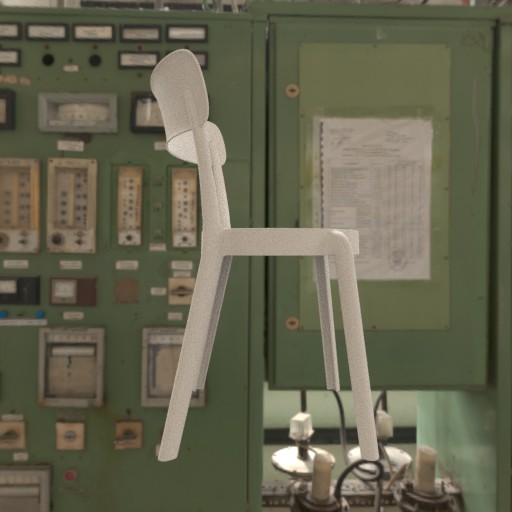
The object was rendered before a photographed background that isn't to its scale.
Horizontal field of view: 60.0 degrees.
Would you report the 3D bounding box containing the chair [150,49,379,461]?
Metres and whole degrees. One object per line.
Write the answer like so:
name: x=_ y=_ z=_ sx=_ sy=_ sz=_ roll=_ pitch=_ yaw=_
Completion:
chair: x=0.000 y=0.000 z=1.082 sx=0.491 sy=0.790 sz=0.506 roll=0 pitch=1 yaw=0
